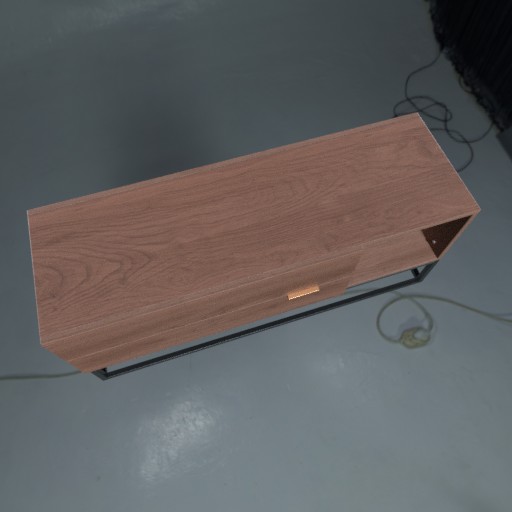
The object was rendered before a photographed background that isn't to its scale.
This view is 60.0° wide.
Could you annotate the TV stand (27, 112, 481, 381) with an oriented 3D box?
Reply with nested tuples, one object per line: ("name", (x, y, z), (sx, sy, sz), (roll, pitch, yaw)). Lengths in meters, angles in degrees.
("TV stand", (0.000, 0.000, 1.444), (1.200, 0.500, 0.415), (-16, 64, -8))
